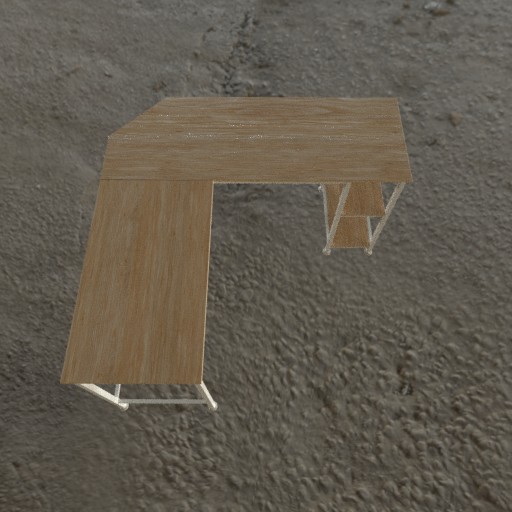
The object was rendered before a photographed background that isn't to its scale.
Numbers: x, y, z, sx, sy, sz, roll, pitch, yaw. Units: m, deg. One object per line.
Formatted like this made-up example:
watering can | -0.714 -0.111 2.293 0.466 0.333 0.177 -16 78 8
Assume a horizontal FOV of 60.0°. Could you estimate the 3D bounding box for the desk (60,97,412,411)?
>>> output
desk | 0.000 0.000 2.203 1.379 0.739 1.379 0 63 0
